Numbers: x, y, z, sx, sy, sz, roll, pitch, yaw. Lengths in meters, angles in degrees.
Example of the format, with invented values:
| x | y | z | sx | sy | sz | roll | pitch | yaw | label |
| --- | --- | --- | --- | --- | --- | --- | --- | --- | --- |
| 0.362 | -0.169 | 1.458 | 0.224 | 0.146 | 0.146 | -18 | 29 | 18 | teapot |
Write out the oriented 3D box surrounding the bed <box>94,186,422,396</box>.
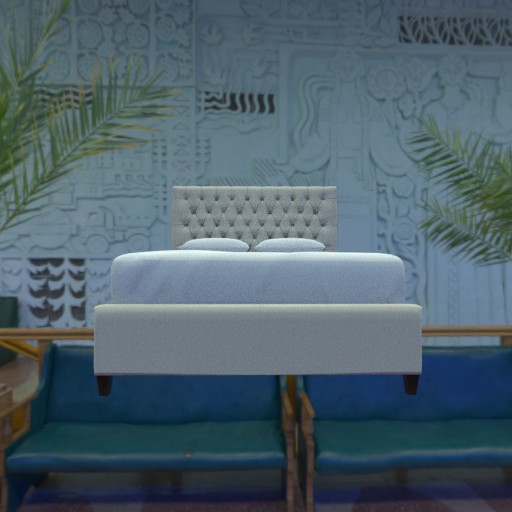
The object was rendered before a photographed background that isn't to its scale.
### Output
| x | y | z | sx | sy | sz | roll | pitch | yaw | label |
| --- | --- | --- | --- | --- | --- | --- | --- | --- | --- |
| 0.000 | 0.000 | 3.426 | 1.698 | 1.427 | 2.387 | 0 | 0 | -1 | bed |
